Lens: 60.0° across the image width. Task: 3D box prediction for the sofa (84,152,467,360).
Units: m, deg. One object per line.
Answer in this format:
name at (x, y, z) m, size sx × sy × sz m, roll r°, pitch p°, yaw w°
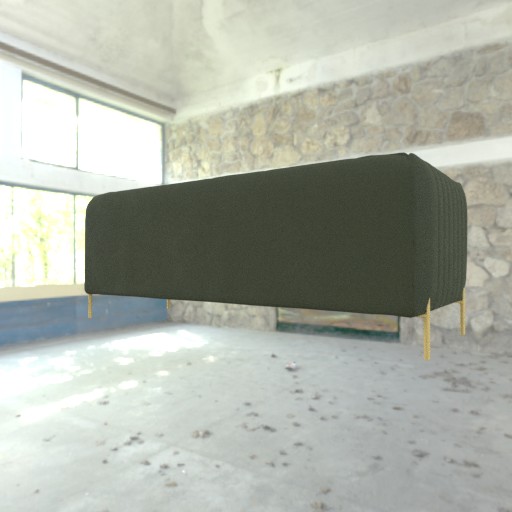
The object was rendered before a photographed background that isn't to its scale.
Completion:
sofa at (0.000, 0.000, 2.570) m, size 2.137 × 0.793 × 0.896 m, roll 0°, pitch -1°, yaw 35°
